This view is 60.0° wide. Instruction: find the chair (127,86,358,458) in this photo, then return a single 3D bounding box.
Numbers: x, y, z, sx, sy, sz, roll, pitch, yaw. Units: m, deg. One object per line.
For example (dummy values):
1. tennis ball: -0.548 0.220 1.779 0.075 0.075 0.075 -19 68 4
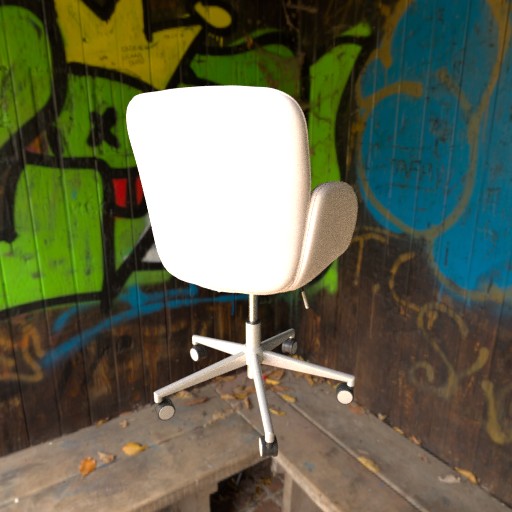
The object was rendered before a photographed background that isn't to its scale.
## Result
1. chair: 0.000 0.000 1.400 0.648 0.959 0.633 8 18 27
